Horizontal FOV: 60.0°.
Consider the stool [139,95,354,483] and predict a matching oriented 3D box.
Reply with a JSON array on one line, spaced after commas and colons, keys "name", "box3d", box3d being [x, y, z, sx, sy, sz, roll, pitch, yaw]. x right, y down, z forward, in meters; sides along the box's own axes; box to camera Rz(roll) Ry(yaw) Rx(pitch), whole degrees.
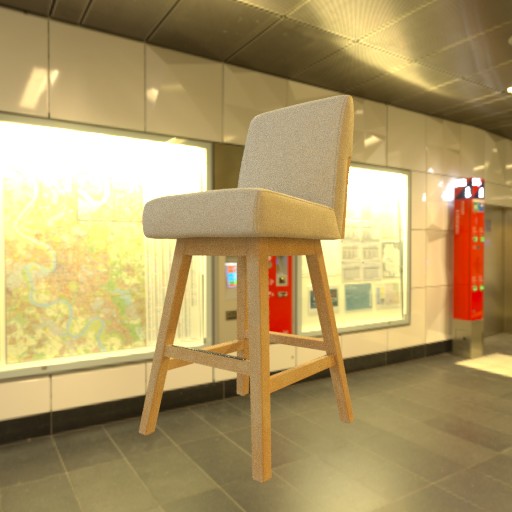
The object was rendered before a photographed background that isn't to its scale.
[{"name": "stool", "box3d": [0.000, 0.000, 1.321, 0.446, 1.015, 0.543, 1, 1, 38]}]
